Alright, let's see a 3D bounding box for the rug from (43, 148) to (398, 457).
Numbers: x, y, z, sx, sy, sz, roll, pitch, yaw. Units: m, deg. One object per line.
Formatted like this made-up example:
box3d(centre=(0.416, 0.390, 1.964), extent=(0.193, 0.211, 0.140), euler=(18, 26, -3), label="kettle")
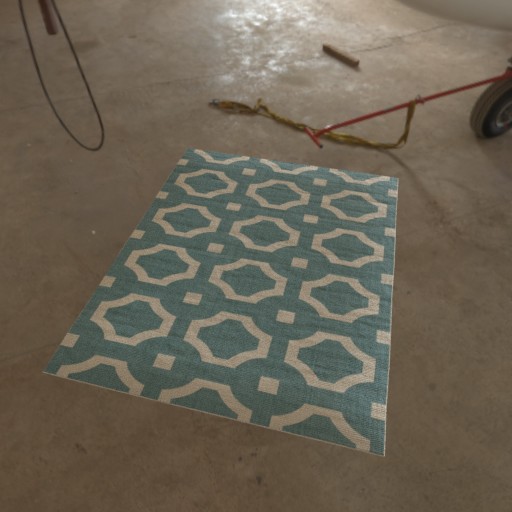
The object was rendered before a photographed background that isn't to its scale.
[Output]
box3d(centre=(0.000, 0.000, 4.060), extent=(2.466, 0.021, 3.049), euler=(10, 47, 10), label="rug")
